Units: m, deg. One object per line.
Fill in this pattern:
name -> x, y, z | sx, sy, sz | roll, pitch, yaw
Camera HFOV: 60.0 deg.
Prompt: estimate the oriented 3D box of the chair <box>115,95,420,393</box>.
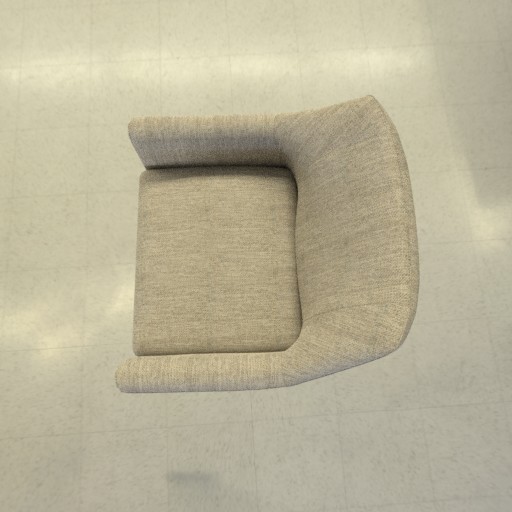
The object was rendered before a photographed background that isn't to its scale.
chair -> 0.000, 0.000, 1.392 | 0.758, 0.761, 0.796 | -1, 76, 0
